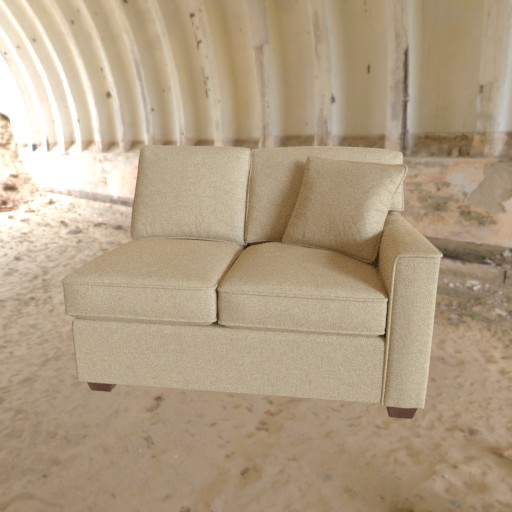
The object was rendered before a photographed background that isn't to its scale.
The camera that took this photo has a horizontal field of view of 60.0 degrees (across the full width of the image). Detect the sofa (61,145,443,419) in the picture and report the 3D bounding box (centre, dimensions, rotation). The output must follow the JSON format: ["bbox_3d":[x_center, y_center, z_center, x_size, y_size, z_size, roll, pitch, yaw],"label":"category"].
[{"bbox_3d":[0.000,0.000,2.036,1.388,0.989,0.991,2,14,8],"label":"sofa"}]
